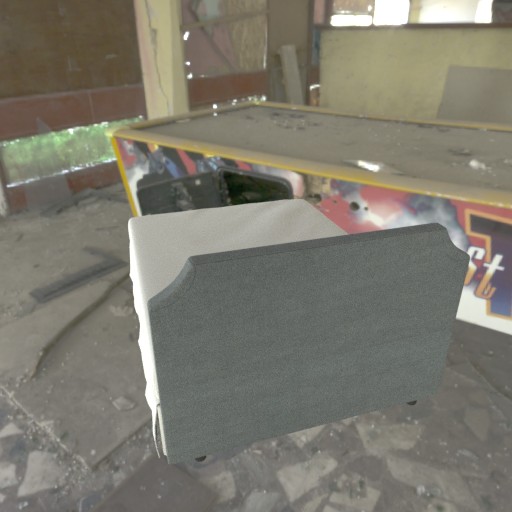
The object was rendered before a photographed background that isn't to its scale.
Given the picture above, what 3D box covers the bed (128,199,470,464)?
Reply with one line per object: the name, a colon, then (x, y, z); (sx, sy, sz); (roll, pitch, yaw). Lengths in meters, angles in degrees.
bed: (0.000, 0.000, 3.534); (1.977, 1.306, 2.464); (-8, 28, -16)
